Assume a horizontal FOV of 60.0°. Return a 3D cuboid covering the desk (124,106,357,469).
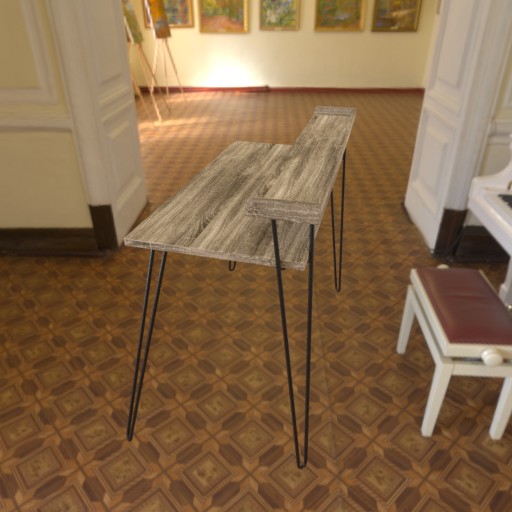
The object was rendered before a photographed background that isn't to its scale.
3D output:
[{"bbox_3d":[0.000,0.000,1.659,0.605,0.899,1.135,8,31,13],"label":"desk"}]
